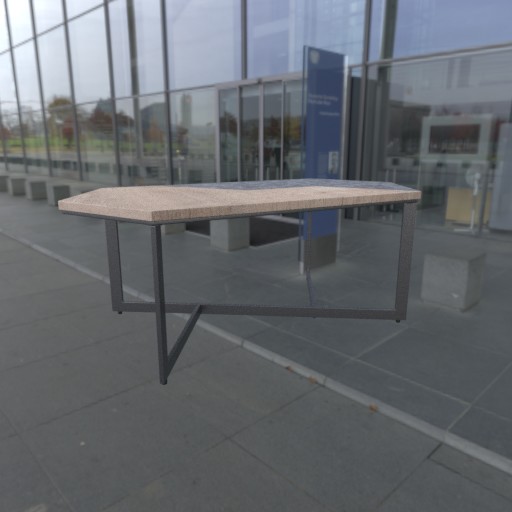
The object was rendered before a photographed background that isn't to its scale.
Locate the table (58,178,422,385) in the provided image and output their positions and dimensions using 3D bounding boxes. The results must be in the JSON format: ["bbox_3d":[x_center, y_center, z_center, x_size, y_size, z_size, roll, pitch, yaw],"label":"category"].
[{"bbox_3d":[0.000,0.000,1.536,1.219,0.457,0.609,-8,16,-28],"label":"table"}]
